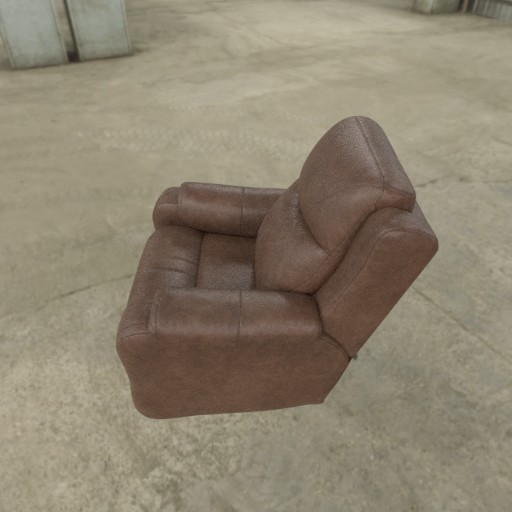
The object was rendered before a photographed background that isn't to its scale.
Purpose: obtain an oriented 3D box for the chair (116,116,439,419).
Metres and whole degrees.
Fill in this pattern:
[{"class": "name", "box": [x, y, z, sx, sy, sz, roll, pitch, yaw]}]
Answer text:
[{"class": "chair", "box": [0.000, 0.000, 1.797, 1.067, 0.990, 0.940, 0, 40, 0]}]
